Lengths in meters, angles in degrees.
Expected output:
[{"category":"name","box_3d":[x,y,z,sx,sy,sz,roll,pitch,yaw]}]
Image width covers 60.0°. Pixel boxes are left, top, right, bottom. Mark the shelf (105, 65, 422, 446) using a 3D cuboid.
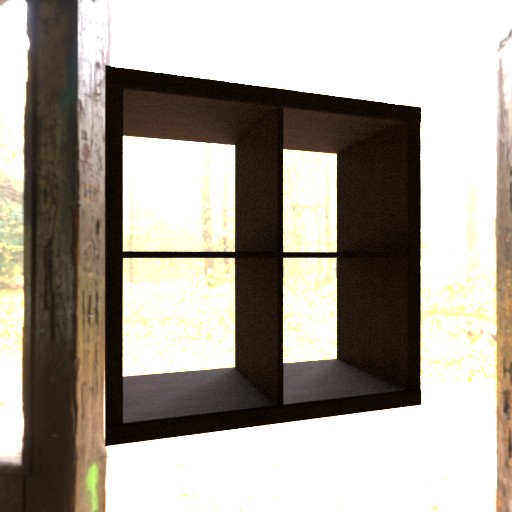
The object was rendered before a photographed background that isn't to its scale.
[{"category":"shelf","box_3d":[0.000,0.000,1.225,0.790,0.786,0.390,0,0,-19]}]
